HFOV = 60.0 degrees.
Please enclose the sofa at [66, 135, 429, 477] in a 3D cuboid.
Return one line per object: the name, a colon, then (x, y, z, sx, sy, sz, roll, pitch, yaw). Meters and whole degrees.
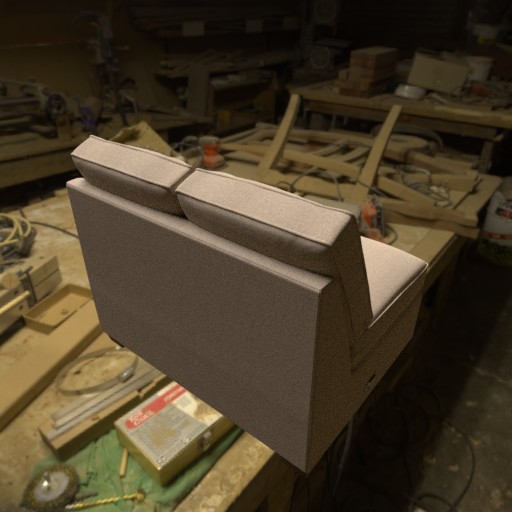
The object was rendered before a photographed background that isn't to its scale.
sofa: (0.000, 0.000, 1.940, 1.237, 1.008, 0.951, 22, 37, 33)
